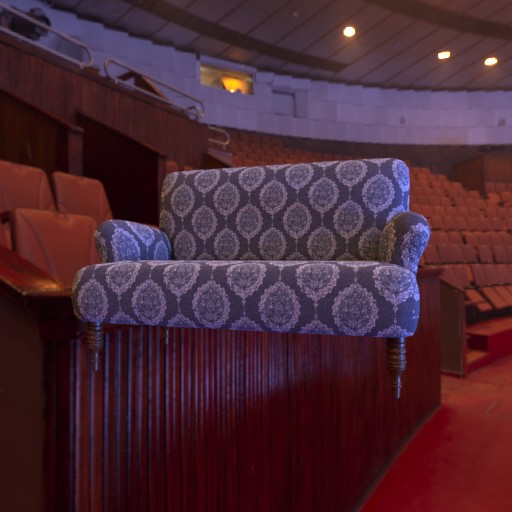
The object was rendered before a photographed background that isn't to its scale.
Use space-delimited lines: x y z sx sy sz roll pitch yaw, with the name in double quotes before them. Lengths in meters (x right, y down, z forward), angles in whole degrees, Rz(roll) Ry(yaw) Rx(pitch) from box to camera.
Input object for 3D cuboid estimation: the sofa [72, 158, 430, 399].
"sofa" 0.000 0.000 1.794 1.297 0.867 0.779 0 0 18
